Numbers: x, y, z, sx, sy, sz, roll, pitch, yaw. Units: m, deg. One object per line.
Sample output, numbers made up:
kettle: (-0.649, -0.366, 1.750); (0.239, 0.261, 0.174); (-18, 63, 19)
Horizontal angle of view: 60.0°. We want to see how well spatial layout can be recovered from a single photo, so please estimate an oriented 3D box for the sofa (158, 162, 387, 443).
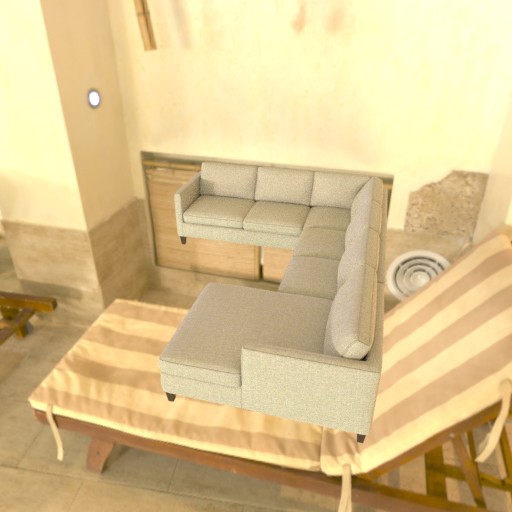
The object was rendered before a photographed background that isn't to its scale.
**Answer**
sofa: (0.000, 0.000, 4.560); (2.551, 0.889, 3.403); (8, 30, 13)
